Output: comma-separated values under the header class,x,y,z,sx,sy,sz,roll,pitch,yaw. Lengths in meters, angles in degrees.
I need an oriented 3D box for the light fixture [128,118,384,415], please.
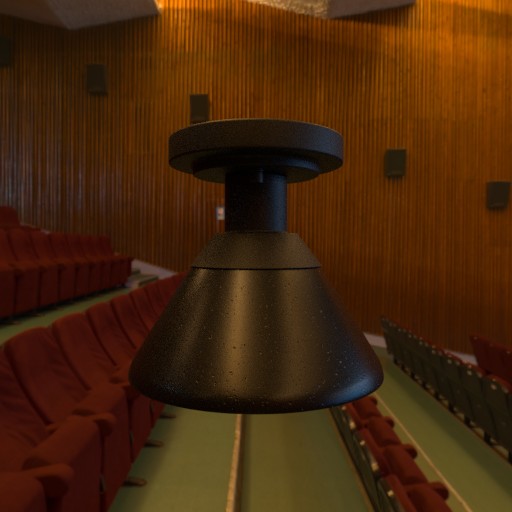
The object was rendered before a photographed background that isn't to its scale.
class,x,y,z,sx,sy,sz,roll,pitch,yaw
light fixture,0.000,0.000,0.360,0.200,0.183,0.200,0,1,0
